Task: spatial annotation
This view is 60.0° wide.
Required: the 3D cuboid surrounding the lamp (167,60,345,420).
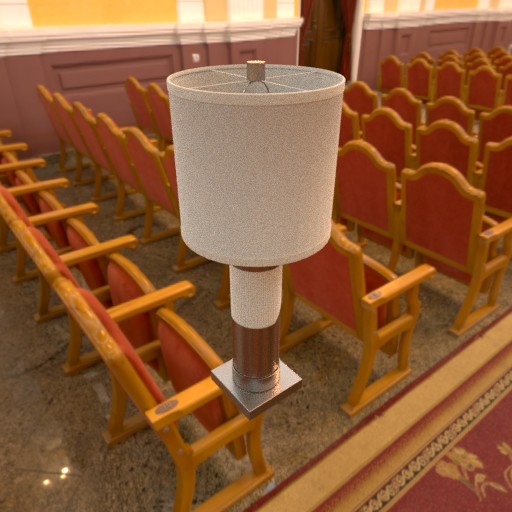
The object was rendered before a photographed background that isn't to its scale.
[{"bbox_3d":[0.000,0.000,0.630,0.202,0.509,0.202,-22,37,-32],"label":"lamp"}]
